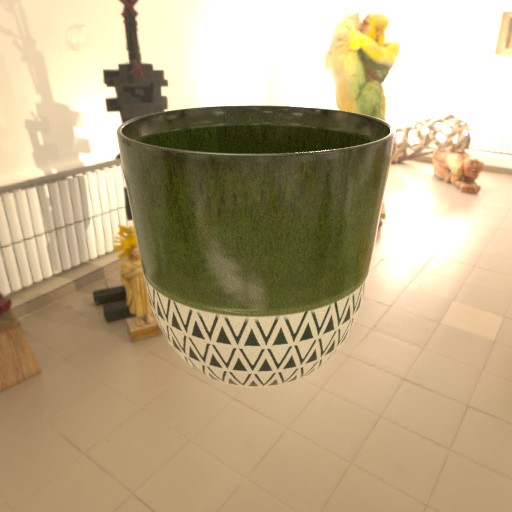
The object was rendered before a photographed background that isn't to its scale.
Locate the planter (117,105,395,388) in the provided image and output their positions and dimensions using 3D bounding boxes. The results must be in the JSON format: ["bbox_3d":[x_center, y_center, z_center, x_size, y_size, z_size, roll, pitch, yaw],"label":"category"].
[{"bbox_3d":[0.000,0.000,0.463,0.245,0.270,0.245,0,26,0],"label":"planter"}]
